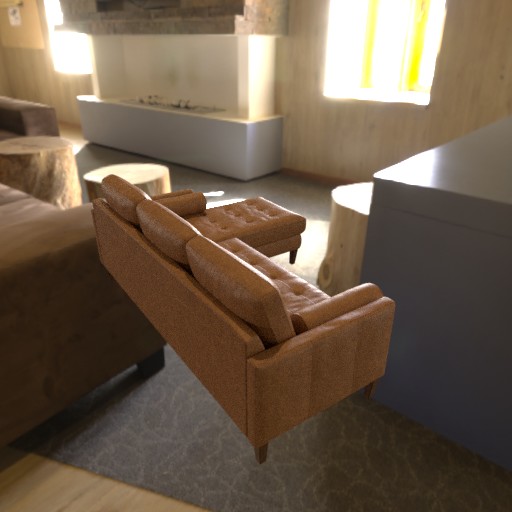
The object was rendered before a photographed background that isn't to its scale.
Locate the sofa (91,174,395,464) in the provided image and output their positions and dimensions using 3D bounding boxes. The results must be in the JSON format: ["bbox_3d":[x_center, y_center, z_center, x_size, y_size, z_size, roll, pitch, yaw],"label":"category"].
[{"bbox_3d":[0.000,0.000,2.958,1.506,0.876,2.178,-17,31,-31],"label":"sofa"}]
